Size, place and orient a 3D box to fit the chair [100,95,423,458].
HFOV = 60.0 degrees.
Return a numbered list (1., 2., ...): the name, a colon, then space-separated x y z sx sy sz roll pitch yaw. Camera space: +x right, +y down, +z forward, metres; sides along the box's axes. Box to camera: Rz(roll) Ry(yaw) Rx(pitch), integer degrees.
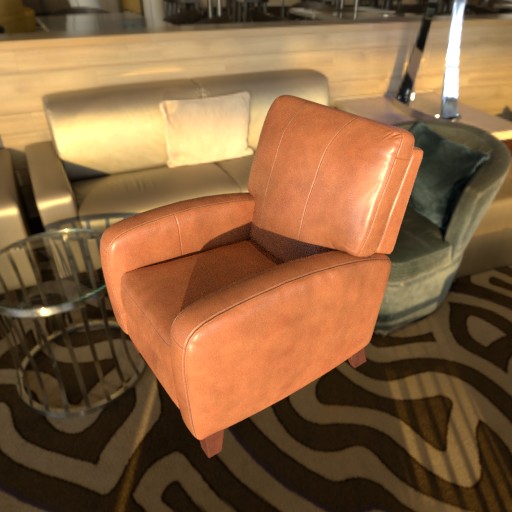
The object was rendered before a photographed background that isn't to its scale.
1. chair: 0.000 0.000 1.687 0.990 0.990 0.762 -21 38 -29
